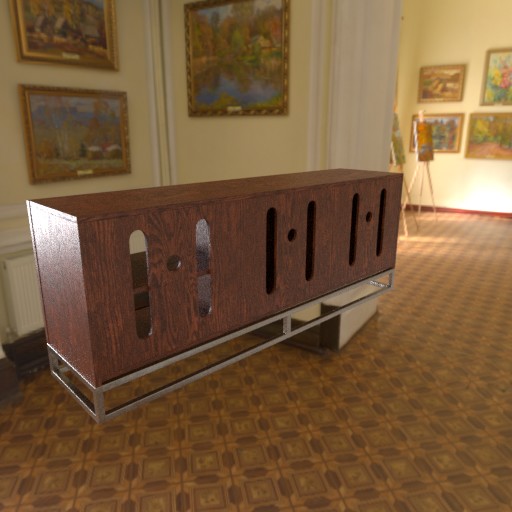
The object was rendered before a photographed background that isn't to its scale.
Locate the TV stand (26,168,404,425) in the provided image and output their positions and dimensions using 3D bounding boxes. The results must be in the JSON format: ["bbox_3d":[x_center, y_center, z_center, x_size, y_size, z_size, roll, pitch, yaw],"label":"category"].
[{"bbox_3d":[0.000,0.000,1.774,1.541,0.578,0.382,-15,22,-41],"label":"TV stand"}]
